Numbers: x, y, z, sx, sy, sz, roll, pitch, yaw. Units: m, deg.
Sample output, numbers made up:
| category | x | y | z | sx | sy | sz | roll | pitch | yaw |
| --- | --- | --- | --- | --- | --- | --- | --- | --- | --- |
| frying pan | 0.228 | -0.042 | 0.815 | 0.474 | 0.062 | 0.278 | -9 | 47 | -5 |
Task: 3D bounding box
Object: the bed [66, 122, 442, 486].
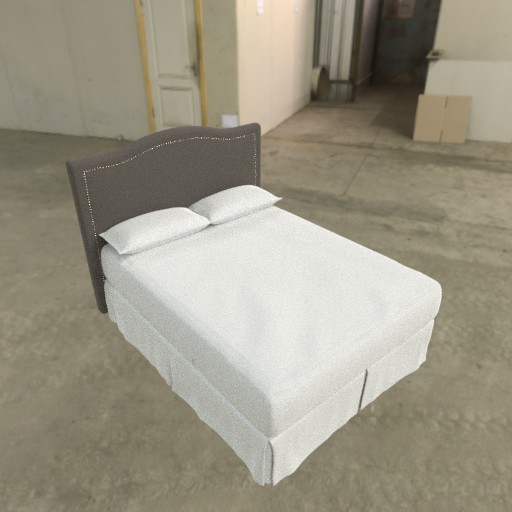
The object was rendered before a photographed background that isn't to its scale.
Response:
| category | x | y | z | sx | sy | sz | roll | pitch | yaw |
| --- | --- | --- | --- | --- | --- | --- | --- | --- | --- |
| bed | 0.000 | 0.000 | 3.063 | 1.666 | 1.387 | 2.036 | -23 | 37 | -34 |
